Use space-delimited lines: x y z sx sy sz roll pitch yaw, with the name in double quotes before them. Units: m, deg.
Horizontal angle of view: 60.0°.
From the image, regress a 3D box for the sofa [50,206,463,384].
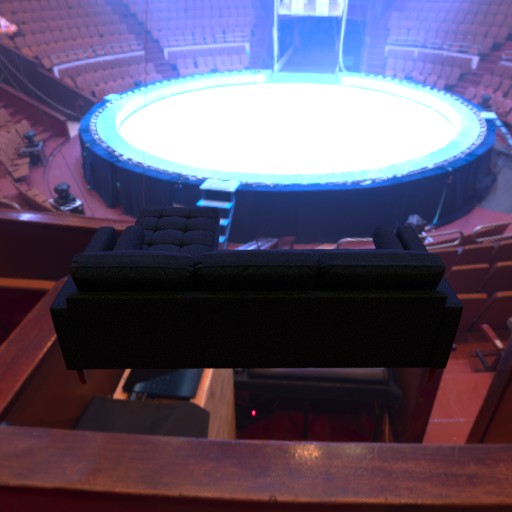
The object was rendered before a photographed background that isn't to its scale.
"sofa" 0.000 0.000 3.051 2.185 0.841 1.613 0 32 0
